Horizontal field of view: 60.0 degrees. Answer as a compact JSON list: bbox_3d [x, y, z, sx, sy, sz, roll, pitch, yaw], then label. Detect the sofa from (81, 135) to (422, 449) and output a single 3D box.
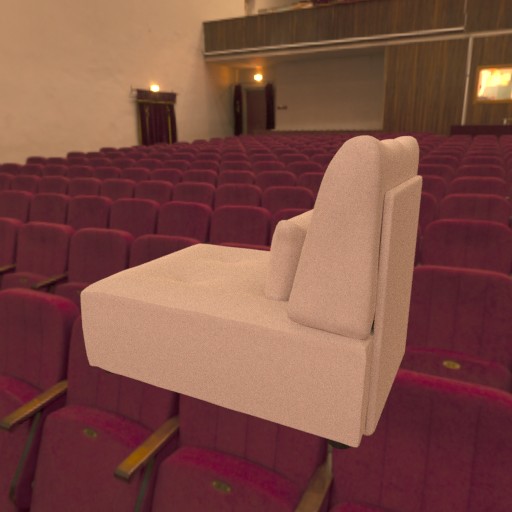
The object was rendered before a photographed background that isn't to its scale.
[{"bbox_3d":[0.000,0.000,1.562,1.000,0.820,0.700,8,17,26],"label":"sofa"}]
